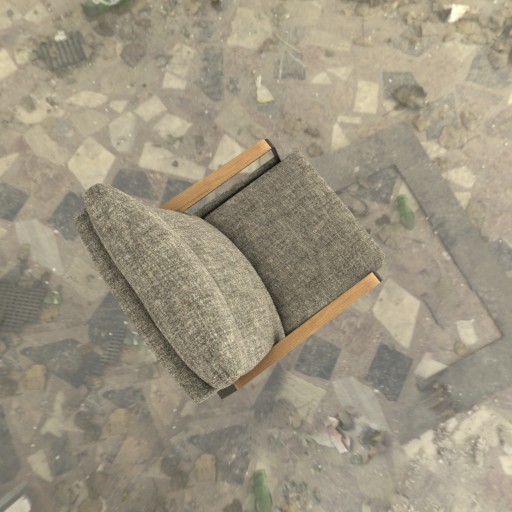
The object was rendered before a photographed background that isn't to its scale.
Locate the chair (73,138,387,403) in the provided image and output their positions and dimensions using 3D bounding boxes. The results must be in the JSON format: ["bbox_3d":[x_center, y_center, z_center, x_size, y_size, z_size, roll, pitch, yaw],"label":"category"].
[{"bbox_3d":[0.000,0.000,1.586,0.868,1.042,0.671,-35,79,-8],"label":"chair"}]
